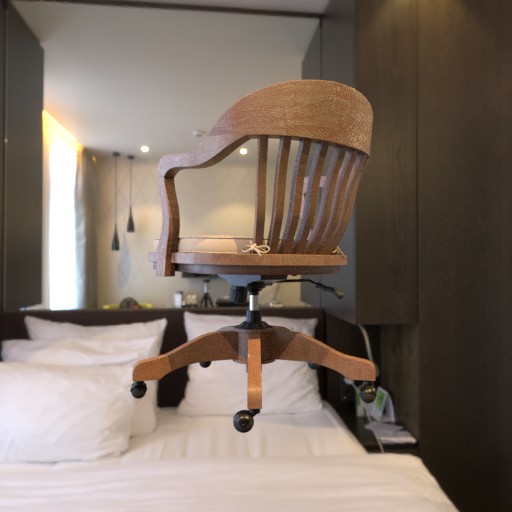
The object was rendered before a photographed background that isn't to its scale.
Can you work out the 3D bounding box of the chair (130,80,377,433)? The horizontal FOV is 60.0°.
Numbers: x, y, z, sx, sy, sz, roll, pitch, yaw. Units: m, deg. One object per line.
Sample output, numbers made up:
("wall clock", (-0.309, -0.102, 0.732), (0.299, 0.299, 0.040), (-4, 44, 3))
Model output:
("chair", (0.000, 0.000, 1.458), (0.750, 0.878, 0.788), (1, -1, -36))
